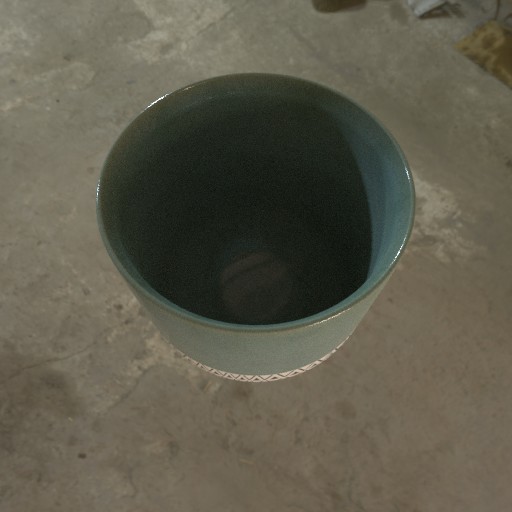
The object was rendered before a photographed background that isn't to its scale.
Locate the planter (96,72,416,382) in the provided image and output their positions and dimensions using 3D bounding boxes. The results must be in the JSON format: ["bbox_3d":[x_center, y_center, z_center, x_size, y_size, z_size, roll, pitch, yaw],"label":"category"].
[{"bbox_3d":[0.000,0.000,0.490,0.266,0.270,0.266,0,62,0],"label":"planter"}]
